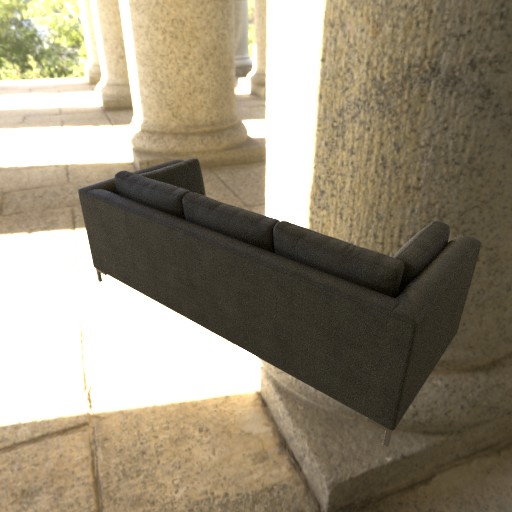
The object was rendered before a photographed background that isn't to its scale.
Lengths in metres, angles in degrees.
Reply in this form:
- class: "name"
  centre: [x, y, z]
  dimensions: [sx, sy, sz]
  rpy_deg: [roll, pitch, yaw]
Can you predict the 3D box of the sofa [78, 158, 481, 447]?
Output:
- class: "sofa"
  centre: [0.000, 0.000, 2.897]
  dimensions: [2.415, 0.867, 0.969]
  rpy_deg: [21, 35, 33]
